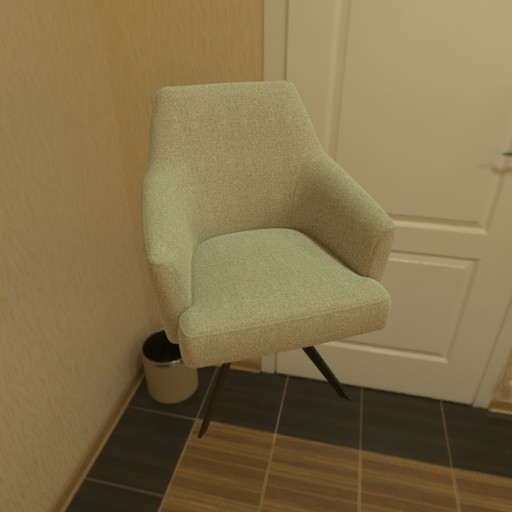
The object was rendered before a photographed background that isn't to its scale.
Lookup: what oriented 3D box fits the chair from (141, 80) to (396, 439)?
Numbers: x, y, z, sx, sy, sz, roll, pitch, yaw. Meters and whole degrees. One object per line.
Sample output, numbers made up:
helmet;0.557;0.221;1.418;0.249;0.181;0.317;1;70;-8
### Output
chair;0.000;0.000;1.322;0.642;0.874;0.677;-9;32;-14
